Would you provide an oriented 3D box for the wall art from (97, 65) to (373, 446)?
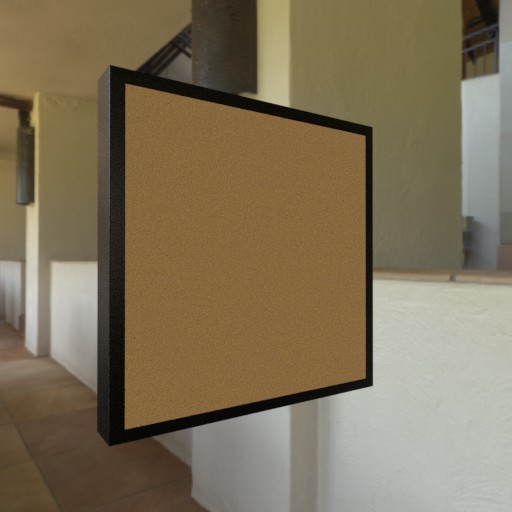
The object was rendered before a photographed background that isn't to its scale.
[{"bbox_3d":[0.000,0.000,0.445,0.299,0.299,0.037,0,0,-33],"label":"wall art"}]
